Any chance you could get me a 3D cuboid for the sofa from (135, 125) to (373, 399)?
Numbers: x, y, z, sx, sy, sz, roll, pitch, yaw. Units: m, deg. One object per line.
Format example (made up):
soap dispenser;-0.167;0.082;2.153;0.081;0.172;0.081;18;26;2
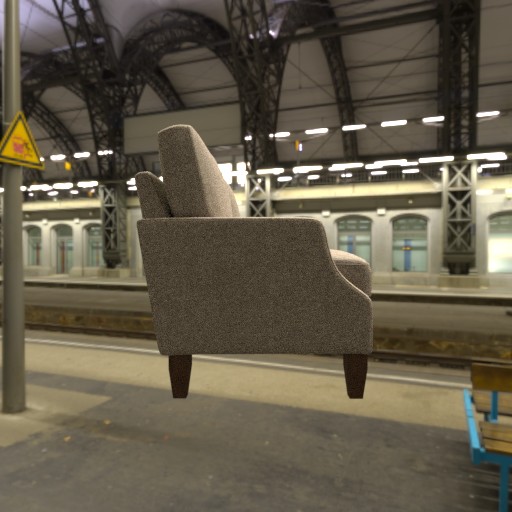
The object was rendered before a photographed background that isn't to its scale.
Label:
sofa;0.000;0.000;2.576;0.888;0.984;2.115;0;1;0
